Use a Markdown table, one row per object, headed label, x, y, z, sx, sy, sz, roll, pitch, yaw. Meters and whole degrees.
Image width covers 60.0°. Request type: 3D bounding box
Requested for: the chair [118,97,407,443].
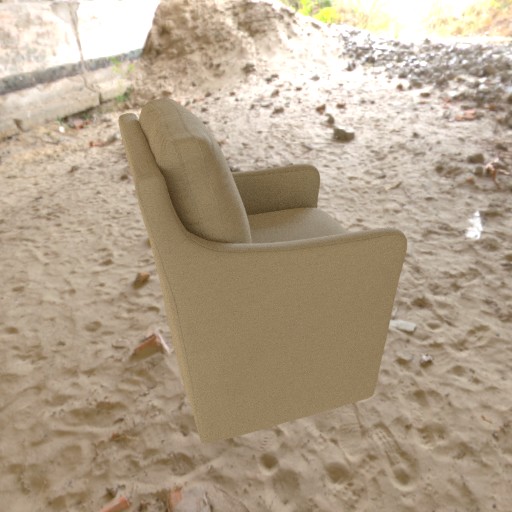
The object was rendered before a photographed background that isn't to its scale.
| label | x | y | z | sx | sy | sz | roll | pitch | yaw |
| --- | --- | --- | --- | --- | --- | --- | --- | --- | --- |
| chair | 0.000 | 0.000 | 1.404 | 0.694 | 0.914 | 0.626 | -10 | 32 | -16 |
